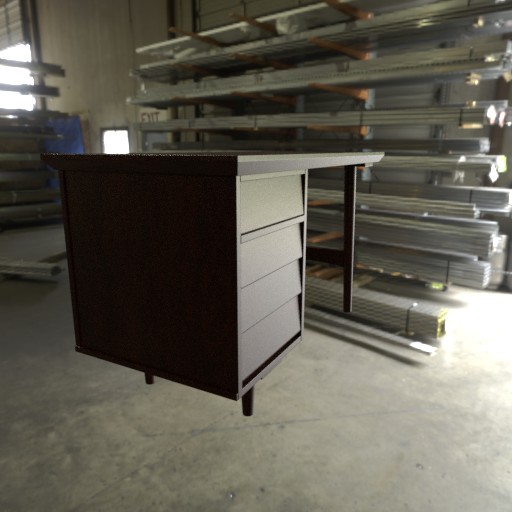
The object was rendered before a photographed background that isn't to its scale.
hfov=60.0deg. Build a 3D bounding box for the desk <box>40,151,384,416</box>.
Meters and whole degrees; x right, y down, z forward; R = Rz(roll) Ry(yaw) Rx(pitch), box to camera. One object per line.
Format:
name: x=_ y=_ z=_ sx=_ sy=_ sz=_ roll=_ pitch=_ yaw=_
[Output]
desk: x=0.000 y=0.000 z=1.669 sx=0.612 sy=0.758 sz=1.277 roll=7 pitch=15 yaw=28
